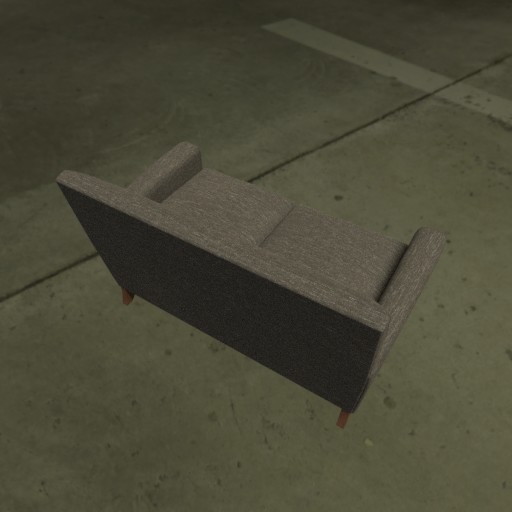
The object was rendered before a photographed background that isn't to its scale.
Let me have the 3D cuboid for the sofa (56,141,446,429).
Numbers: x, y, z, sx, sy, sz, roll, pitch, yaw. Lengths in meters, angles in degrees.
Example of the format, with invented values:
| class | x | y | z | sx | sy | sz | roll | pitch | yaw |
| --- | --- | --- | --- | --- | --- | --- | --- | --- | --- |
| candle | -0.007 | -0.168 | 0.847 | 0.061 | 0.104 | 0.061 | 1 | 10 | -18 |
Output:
| class | x | y | z | sx | sy | sz | roll | pitch | yaw |
| --- | --- | --- | --- | --- | --- | --- | --- | --- | --- |
| sofa | 0.000 | 0.000 | 2.131 | 1.509 | 0.905 | 0.867 | 24 | 50 | 22 |
